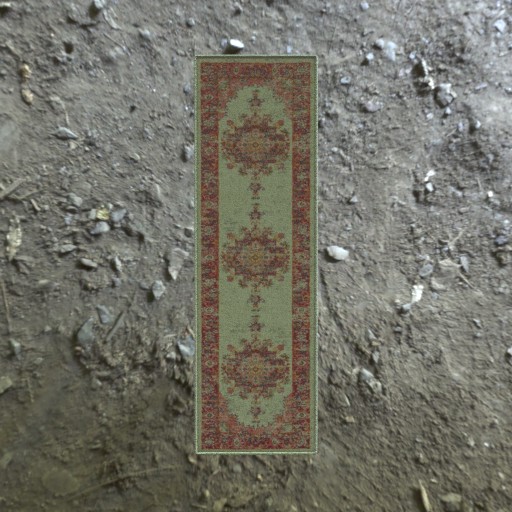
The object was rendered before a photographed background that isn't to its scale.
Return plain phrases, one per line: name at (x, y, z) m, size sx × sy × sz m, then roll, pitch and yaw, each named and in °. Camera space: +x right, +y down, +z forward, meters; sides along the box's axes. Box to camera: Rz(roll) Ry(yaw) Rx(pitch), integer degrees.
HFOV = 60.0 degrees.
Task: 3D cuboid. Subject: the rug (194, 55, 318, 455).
rug at (0.000, 0.000, 2.020) m, size 0.562 × 0.009 × 1.824 m, roll 0°, pitch 91°, yaw 0°
